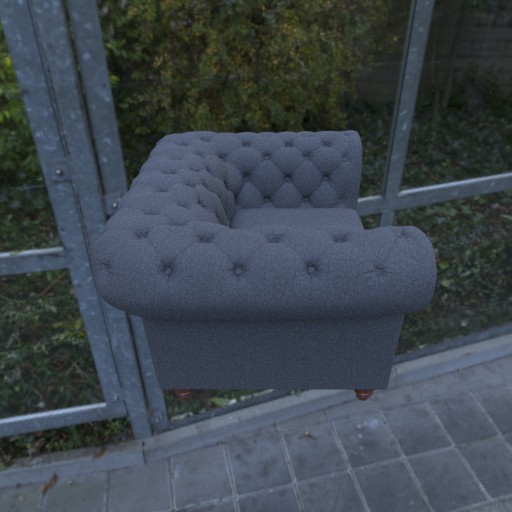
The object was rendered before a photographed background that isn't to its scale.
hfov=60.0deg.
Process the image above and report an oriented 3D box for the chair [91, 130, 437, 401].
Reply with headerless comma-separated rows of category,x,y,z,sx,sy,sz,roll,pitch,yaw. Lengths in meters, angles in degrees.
chair,0.000,0.000,1.855,0.976,0.770,1.270,0,32,0
